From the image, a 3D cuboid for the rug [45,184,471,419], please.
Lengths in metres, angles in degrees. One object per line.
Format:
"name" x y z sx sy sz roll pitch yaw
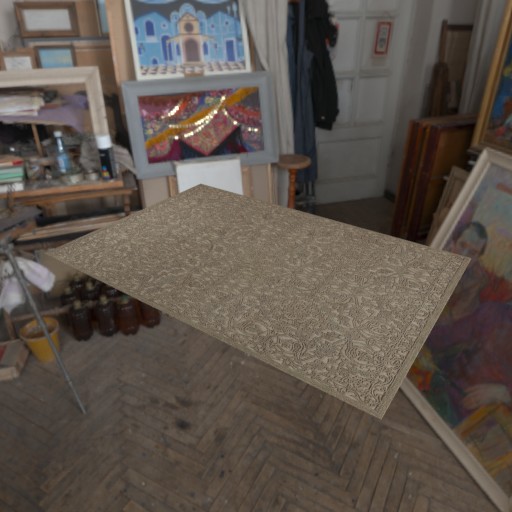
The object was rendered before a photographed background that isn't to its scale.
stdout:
"rug" 0.000 0.000 2.286 1.827 0.006 1.221 20 35 30
